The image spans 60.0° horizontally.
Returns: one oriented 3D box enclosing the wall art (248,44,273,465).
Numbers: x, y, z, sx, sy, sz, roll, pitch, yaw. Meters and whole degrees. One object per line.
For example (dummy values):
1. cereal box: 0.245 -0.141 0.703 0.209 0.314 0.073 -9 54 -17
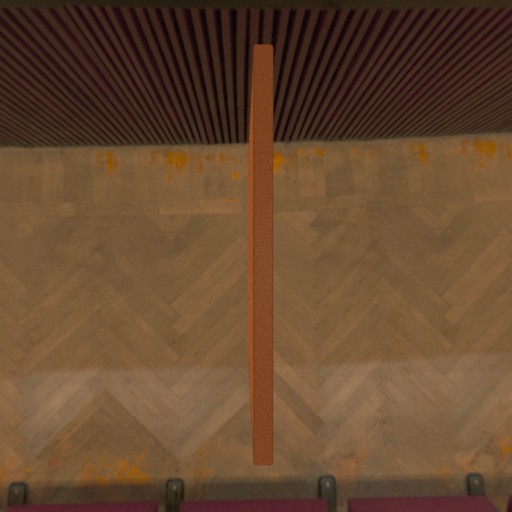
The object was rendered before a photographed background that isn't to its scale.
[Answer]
1. wall art: 0.000 0.000 0.515 0.015 0.379 0.310 0 90 -2
